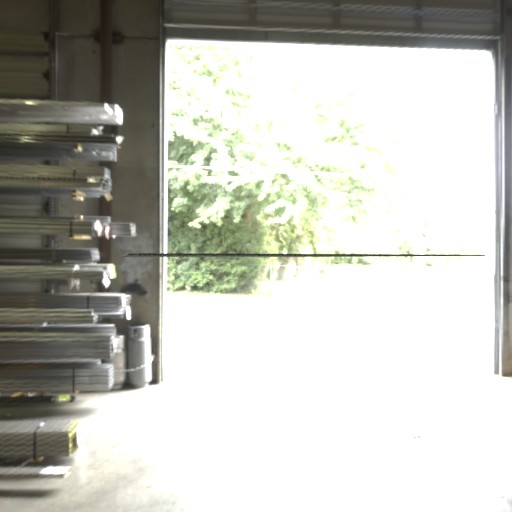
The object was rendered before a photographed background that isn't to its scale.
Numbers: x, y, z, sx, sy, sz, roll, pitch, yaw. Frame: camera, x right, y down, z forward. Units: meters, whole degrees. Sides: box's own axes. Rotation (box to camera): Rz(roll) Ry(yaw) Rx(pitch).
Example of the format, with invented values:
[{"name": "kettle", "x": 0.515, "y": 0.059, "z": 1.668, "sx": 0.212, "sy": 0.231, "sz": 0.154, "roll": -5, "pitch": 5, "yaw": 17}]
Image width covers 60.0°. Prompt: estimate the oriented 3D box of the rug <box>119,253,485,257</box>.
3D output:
[{"name": "rug", "x": 0.000, "y": 0.000, "z": 4.212, "sx": 2.441, "sy": 0.013, "sz": 3.056, "roll": 0, "pitch": 0, "yaw": -18}]
